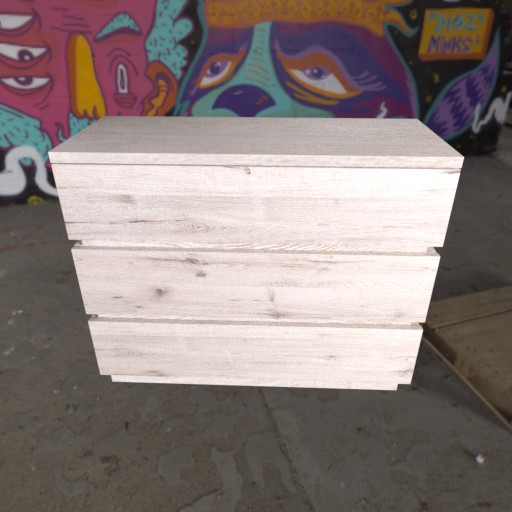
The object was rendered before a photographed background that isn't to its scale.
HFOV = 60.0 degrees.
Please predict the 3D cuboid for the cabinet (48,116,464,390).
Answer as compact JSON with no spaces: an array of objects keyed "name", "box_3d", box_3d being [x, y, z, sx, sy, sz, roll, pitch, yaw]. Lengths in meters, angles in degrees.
[{"name":"cabinet","box_3d":[0.000,0.000,1.491,1.040,0.820,0.420,1,30,2]}]
